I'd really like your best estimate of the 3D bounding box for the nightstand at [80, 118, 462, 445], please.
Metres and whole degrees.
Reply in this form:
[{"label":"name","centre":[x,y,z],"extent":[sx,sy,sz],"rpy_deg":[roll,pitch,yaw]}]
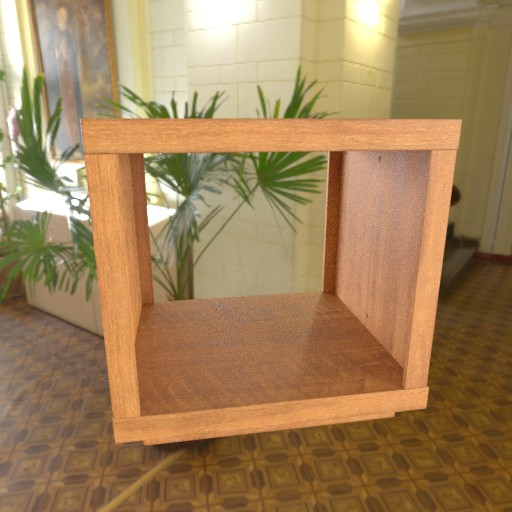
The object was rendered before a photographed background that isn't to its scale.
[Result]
[{"label":"nightstand","centre":[0.000,0.000,0.831],"extent":[0.493,0.491,0.436],"rpy_deg":[-3,17,-9]}]
